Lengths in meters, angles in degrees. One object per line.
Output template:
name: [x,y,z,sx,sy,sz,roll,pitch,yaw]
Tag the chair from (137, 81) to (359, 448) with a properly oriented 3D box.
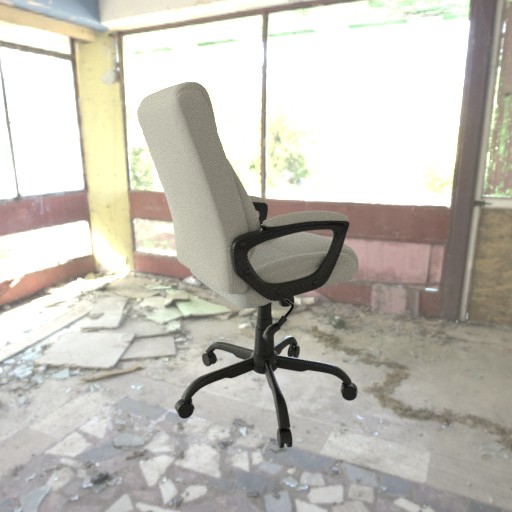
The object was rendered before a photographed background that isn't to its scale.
chair: [0.000,0.000,1.524,0.669,1.065,0.663,-7,16,-28]
